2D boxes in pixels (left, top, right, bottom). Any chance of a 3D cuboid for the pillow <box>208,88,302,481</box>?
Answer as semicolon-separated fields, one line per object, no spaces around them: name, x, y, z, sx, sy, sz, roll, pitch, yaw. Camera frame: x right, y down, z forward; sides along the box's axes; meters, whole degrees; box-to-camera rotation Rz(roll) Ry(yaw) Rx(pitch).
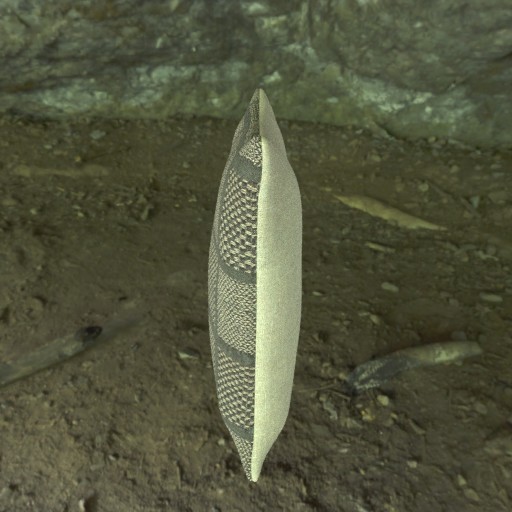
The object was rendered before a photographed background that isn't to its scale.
pillow;0.000;0.000;0.660;0.138;0.432;0.435;0;26;0
